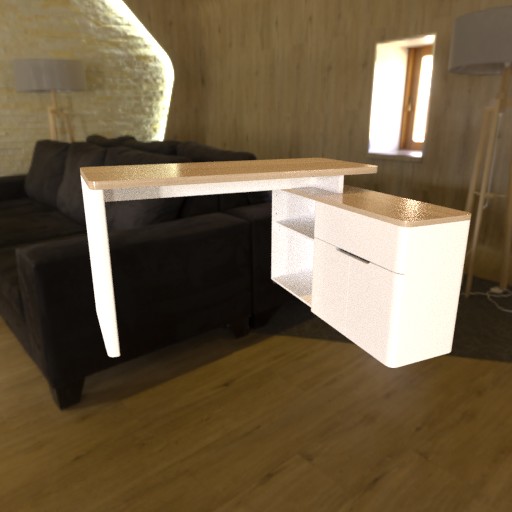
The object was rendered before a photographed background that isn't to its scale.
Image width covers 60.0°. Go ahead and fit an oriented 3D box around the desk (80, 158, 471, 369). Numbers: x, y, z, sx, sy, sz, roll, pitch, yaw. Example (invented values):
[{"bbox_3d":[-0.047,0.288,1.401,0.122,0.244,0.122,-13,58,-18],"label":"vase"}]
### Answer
[{"bbox_3d":[0.000,0.000,2.084,1.400,0.770,1.175,-8,19,-23],"label":"desk"}]
